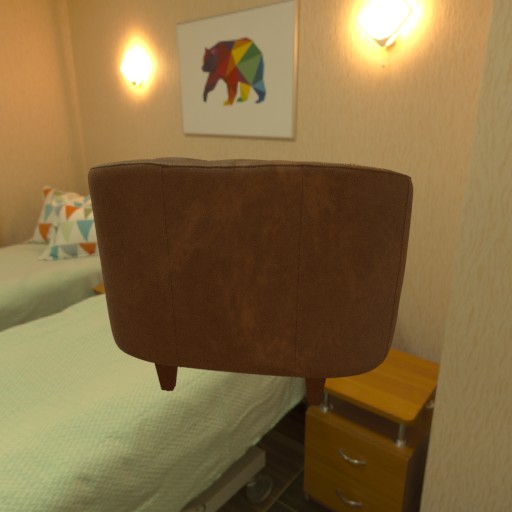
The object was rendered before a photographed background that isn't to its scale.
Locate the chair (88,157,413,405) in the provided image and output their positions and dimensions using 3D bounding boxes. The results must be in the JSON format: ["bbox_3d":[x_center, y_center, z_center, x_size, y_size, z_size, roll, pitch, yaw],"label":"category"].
[{"bbox_3d":[0.000,0.000,1.792,1.119,0.836,0.911,3,18,9],"label":"chair"}]
